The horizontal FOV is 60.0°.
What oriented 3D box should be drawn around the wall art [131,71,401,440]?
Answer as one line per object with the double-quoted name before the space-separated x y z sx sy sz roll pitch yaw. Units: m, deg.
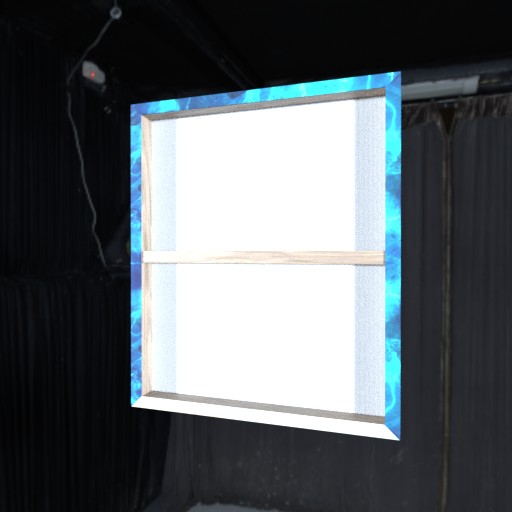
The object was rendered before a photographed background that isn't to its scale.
"wall art" 0.000 0.000 0.696 0.432 0.508 0.038 0 0 18
